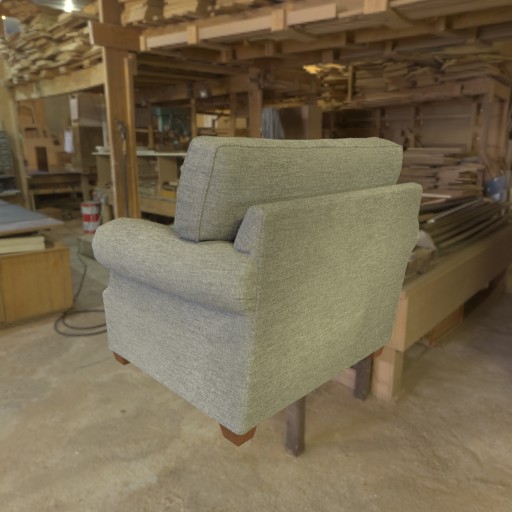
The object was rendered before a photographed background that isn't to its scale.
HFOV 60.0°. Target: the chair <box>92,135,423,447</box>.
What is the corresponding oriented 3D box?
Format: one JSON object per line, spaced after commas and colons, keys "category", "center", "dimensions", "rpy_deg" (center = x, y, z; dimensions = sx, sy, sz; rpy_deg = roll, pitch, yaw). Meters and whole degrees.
{"category": "chair", "center": [0.000, 0.000, 1.842], "dimensions": [1.092, 0.961, 0.965], "rpy_deg": [-14, 21, -43]}
